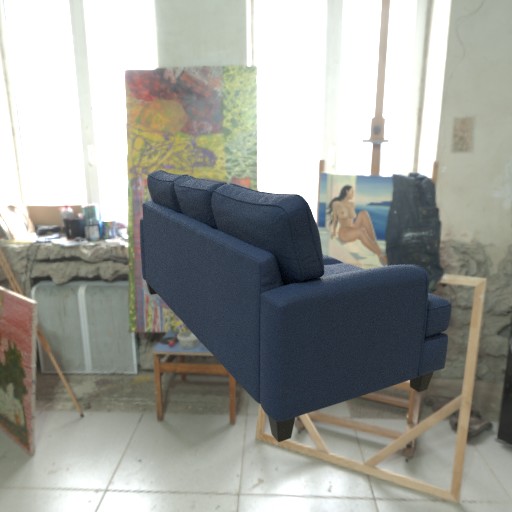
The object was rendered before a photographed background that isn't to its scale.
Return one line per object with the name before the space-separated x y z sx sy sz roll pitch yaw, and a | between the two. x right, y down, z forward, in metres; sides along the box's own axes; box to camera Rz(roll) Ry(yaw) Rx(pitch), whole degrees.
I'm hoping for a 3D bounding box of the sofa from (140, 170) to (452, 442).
sofa | 0.000 0.000 2.708 0.951 0.965 2.158 -7 16 -26
